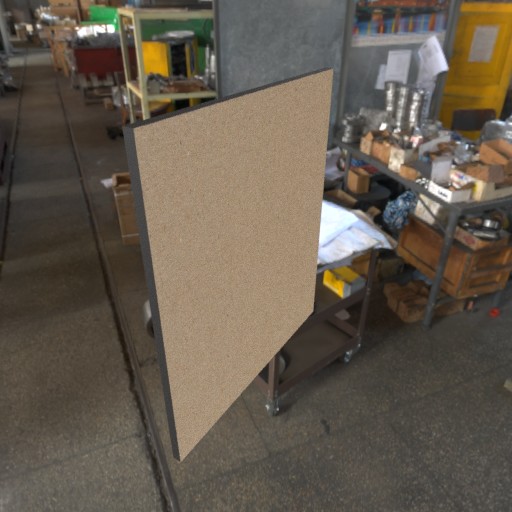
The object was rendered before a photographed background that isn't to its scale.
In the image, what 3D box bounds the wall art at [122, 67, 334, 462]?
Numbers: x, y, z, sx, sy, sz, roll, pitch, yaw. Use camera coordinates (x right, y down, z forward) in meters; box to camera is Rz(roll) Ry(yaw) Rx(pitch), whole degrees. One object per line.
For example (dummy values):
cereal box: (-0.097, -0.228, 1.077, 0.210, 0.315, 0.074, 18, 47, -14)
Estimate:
wall art: (0.000, 0.000, 1.207, 0.028, 0.863, 0.755, 19, 36, 28)
